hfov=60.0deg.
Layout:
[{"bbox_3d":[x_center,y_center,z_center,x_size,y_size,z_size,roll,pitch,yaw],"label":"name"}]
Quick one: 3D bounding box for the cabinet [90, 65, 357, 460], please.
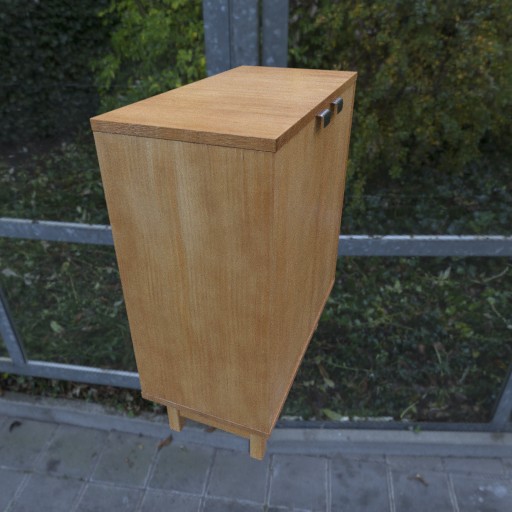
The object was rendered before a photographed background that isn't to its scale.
[{"bbox_3d":[0.000,0.000,1.405,0.419,1.001,0.800,11,33,18],"label":"cabinet"}]
